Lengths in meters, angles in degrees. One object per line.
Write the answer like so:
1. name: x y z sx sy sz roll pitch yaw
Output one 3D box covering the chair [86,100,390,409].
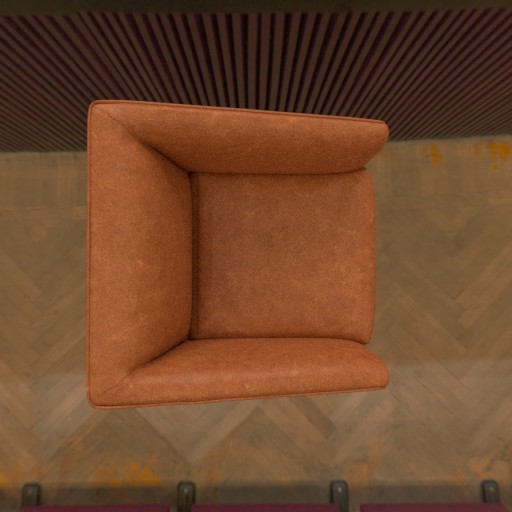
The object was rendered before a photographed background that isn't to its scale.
1. chair: 0.000 0.000 1.193 0.625 0.760 0.588 0 89 0
